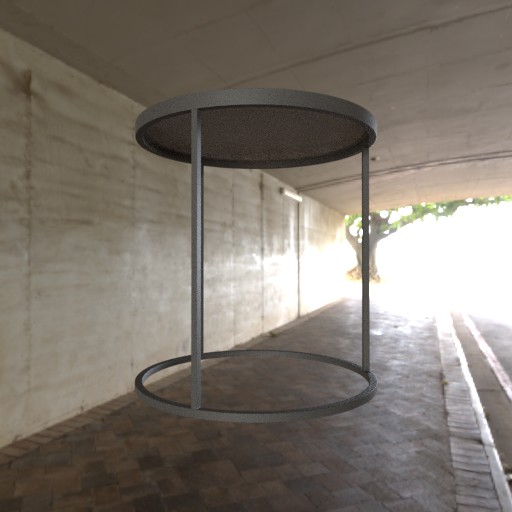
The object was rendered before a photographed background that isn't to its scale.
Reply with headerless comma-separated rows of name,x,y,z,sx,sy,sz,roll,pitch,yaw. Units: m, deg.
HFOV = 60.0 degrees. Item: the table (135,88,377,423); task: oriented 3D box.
table,0.000,0.000,0.892,0.470,0.498,0.470,0,-1,0
